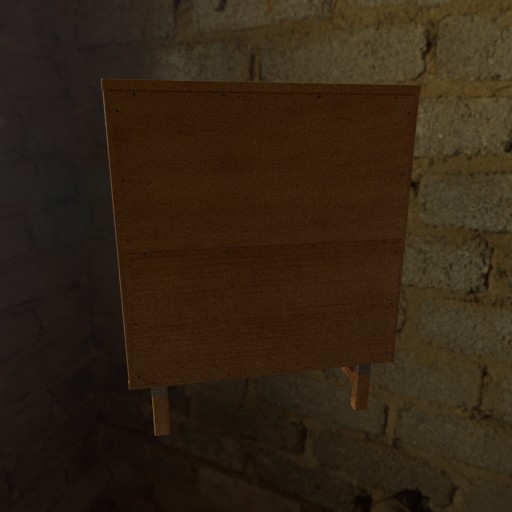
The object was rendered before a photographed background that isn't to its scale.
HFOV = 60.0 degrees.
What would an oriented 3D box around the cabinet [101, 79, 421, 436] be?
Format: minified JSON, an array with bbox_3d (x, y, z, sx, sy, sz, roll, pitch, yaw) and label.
[{"bbox_3d":[0.000,0.000,1.416,0.800,1.001,0.419,-3,16,-11],"label":"cabinet"}]
